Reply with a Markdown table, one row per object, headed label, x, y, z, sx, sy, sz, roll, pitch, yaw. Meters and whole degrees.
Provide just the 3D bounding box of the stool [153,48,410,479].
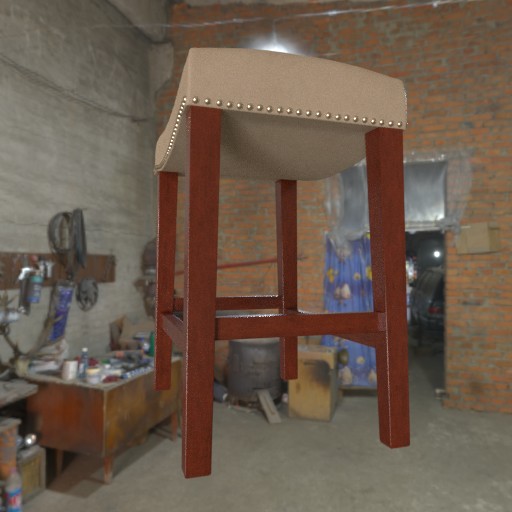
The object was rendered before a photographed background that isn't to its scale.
| label | x | y | z | sx | sy | sz | roll | pitch | yaw |
| --- | --- | --- | --- | --- | --- | --- | --- | --- | --- |
| stool | 0.000 | 0.000 | 0.910 | 0.375 | 0.632 | 0.509 | 1 | -2 | -18 |
